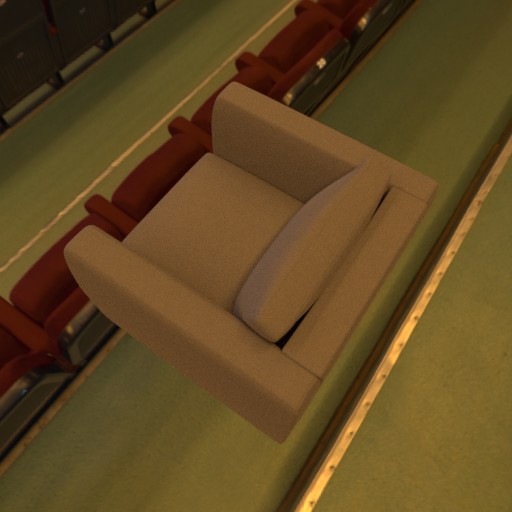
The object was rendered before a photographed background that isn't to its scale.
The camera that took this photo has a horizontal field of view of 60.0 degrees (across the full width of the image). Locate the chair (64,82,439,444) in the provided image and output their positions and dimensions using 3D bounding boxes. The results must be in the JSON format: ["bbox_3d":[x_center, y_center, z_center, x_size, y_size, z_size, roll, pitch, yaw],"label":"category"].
[{"bbox_3d":[0.000,0.000,1.733,0.930,0.860,1.000,32,67,15],"label":"chair"}]
